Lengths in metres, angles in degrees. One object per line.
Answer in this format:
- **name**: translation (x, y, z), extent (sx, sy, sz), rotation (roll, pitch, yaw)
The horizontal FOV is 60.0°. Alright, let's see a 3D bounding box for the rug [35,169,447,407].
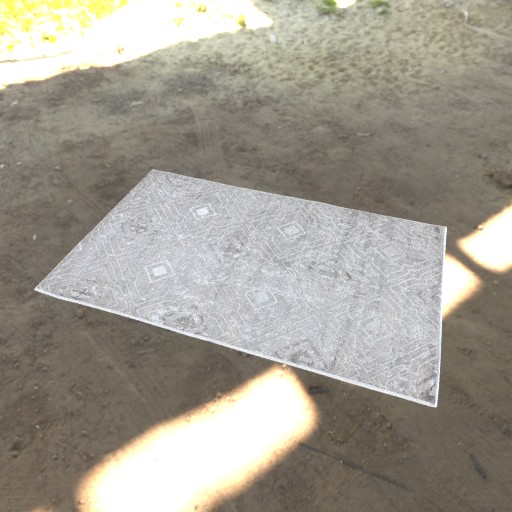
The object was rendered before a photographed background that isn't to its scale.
- **rug**: translation (0.000, 0.000, 3.036), extent (2.447, 0.036, 1.537), rotation (13, 44, 14)
